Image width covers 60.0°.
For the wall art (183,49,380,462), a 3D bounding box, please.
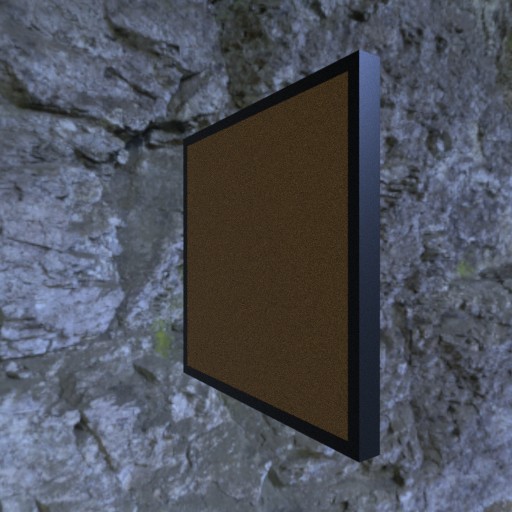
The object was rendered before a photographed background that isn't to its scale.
[{"bbox_3d":[0.000,0.000,0.765,0.038,0.508,0.508,0,0,-34],"label":"wall art"}]
